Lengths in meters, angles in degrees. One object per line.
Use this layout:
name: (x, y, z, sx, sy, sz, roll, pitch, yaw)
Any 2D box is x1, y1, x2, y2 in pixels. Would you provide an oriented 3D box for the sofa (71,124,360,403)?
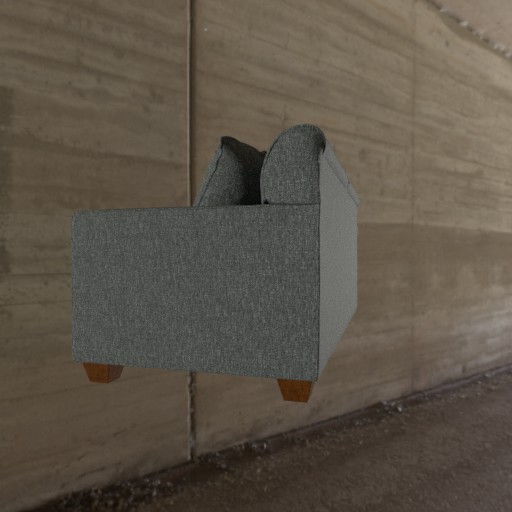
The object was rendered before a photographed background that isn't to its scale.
sofa: (0.000, 0.000, 2.417, 0.998, 0.958, 1.846, 0, 0, 17)
